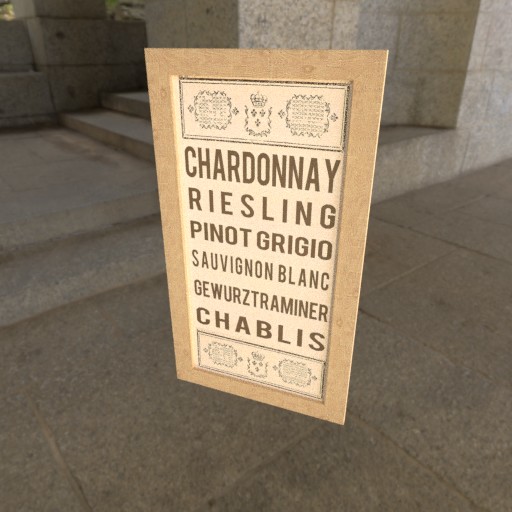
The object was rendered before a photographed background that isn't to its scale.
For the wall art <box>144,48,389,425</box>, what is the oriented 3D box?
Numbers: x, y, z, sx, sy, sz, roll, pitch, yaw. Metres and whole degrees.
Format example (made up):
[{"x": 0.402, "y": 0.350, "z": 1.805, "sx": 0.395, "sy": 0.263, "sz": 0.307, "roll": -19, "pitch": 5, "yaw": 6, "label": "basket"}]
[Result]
[{"x": 0.000, "y": 0.000, "z": 0.807, "sx": 0.381, "sy": 0.683, "sz": 0.013, "roll": 10, "pitch": 28, "yaw": 19, "label": "wall art"}]
